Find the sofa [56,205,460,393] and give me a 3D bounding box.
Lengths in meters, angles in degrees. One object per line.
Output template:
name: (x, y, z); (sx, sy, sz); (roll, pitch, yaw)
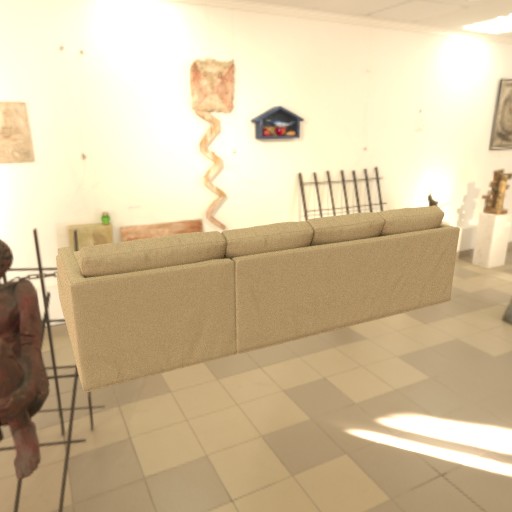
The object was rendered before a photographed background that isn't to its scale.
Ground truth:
sofa: (0.000, 0.000, 3.907); (3.177, 0.867, 1.622); (-8, 18, -26)
